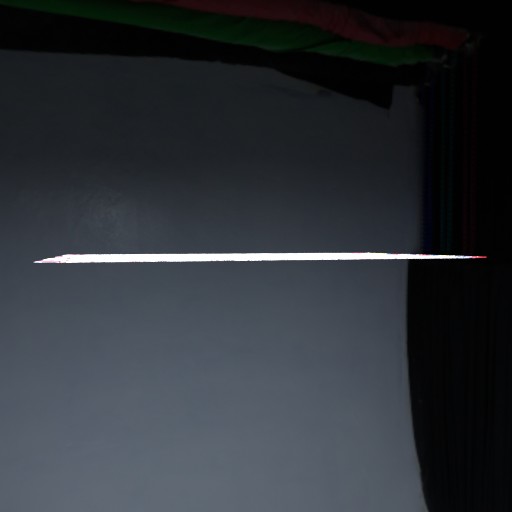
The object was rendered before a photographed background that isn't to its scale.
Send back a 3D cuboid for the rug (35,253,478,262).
[{"bbox_3d":[0.000,0.000,2.946,2.465,0.012,1.465,0,2,-18],"label":"rug"}]
